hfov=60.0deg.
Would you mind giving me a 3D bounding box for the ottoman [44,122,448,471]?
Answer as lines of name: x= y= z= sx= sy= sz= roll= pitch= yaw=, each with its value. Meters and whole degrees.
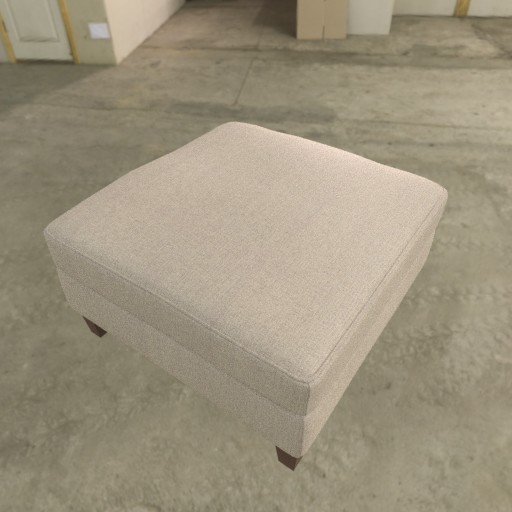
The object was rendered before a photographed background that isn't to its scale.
ottoman: x=0.000 y=0.000 z=1.342 sx=0.838 sy=0.481 sz=0.838 roll=25 pitch=46 yaw=26
